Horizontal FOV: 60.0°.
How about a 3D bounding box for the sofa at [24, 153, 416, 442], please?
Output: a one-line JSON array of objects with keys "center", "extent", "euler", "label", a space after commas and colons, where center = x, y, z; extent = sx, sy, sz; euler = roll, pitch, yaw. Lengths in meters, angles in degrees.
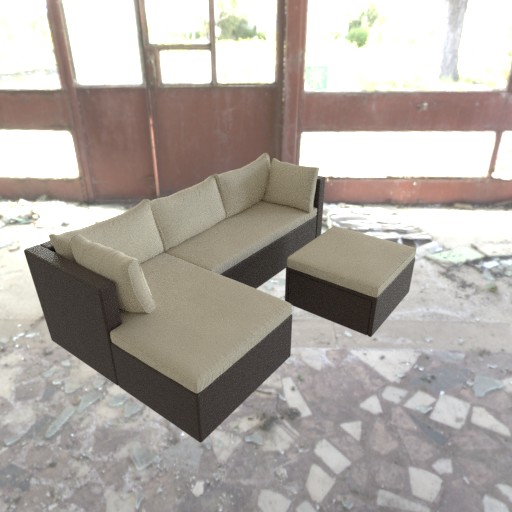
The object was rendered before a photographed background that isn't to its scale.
[{"center": [0.000, 0.000, 2.934], "extent": [1.612, 0.766, 2.192], "euler": [19, 33, 32], "label": "sofa"}]
